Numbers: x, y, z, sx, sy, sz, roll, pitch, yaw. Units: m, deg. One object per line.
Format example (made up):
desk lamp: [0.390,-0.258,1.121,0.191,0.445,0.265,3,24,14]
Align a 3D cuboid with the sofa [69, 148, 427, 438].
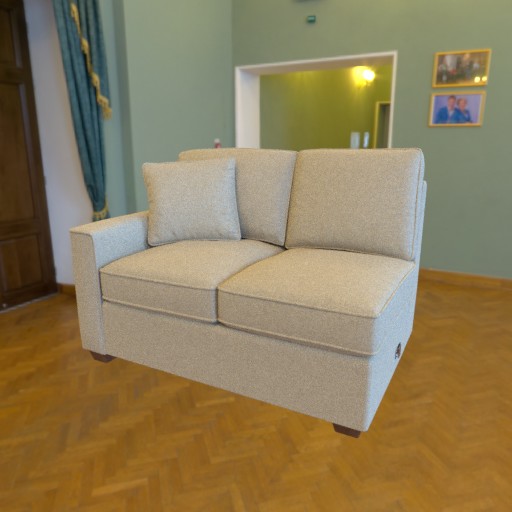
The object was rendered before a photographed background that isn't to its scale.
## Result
sofa: [0.000,0.000,2.085,1.388,0.989,0.991,7,16,27]
